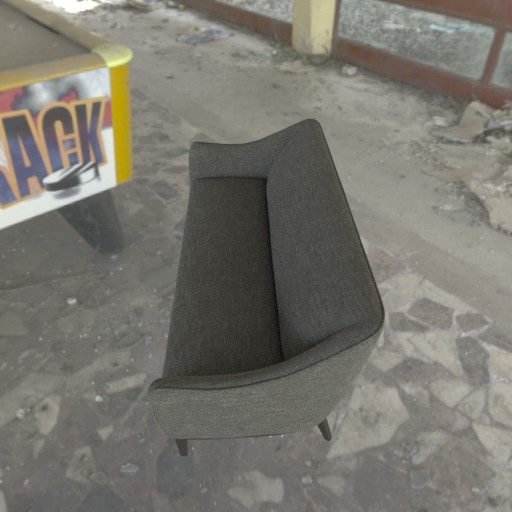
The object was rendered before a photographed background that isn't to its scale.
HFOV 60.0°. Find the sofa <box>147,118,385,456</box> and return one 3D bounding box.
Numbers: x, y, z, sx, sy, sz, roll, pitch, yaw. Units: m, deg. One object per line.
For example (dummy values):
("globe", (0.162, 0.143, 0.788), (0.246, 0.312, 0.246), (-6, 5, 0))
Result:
("sofa", (0.000, 0.000, 2.398), (0.867, 0.829, 1.928), (-1, 40, -2))
